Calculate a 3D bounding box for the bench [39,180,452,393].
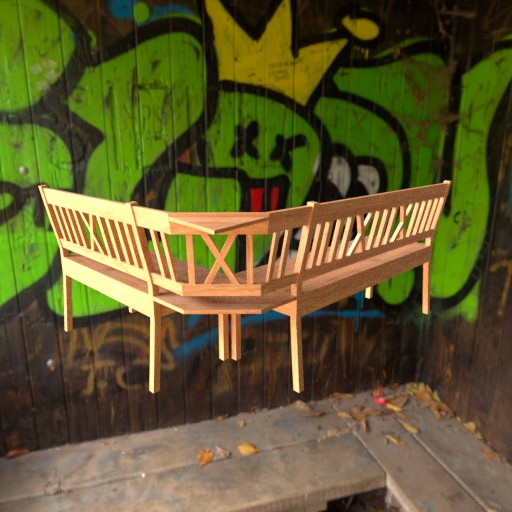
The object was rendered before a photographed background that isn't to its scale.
[{"bbox_3d":[0.000,0.000,2.755,1.537,0.902,1.937,14,21,43],"label":"bench"}]
